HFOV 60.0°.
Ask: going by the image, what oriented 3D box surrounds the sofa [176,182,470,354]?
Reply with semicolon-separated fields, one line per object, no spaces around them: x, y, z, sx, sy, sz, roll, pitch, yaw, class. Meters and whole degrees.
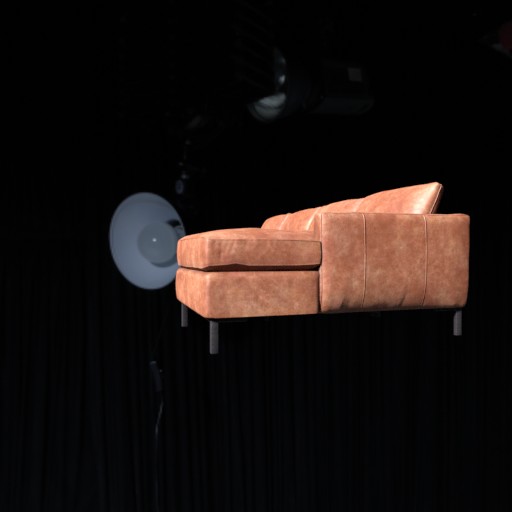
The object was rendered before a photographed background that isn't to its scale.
0.000;0.000;3.577;1.471;0.859;2.993;0;0;-18;sofa
